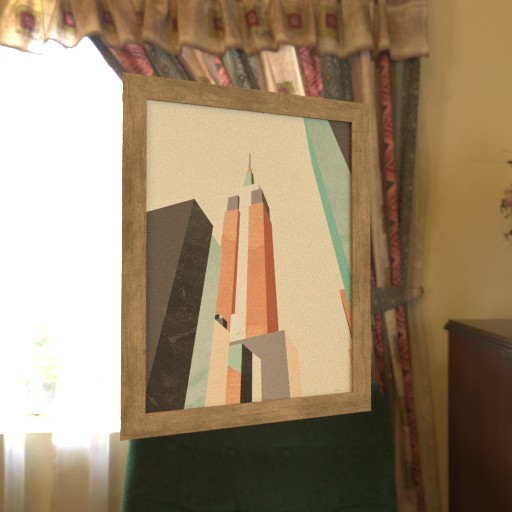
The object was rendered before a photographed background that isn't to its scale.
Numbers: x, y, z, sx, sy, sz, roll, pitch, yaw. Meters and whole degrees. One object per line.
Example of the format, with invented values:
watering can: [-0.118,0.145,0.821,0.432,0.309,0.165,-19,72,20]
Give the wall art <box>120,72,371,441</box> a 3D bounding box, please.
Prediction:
wall art: [0.000,0.000,0.917,0.534,0.686,0.018,0,-1,-18]
